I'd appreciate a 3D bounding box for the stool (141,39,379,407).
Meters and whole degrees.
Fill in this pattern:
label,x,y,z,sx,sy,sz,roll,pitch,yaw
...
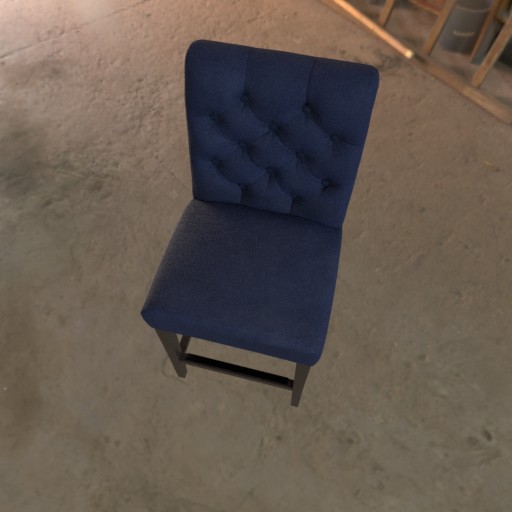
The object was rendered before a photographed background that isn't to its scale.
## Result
label,x,y,z,sx,sy,sz,roll,pitch,yaw
stool,0.000,0.000,1.339,0.493,1.010,0.601,12,59,7
